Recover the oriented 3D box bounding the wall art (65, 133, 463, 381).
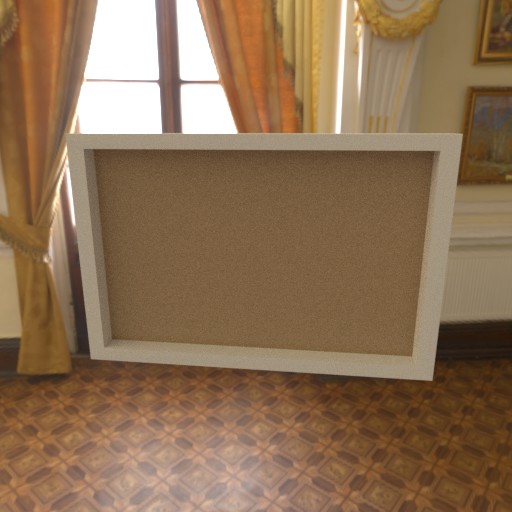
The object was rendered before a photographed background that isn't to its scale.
[{"bbox_3d":[0.000,0.000,0.477,0.384,0.254,0.039,2,16,7],"label":"wall art"}]
